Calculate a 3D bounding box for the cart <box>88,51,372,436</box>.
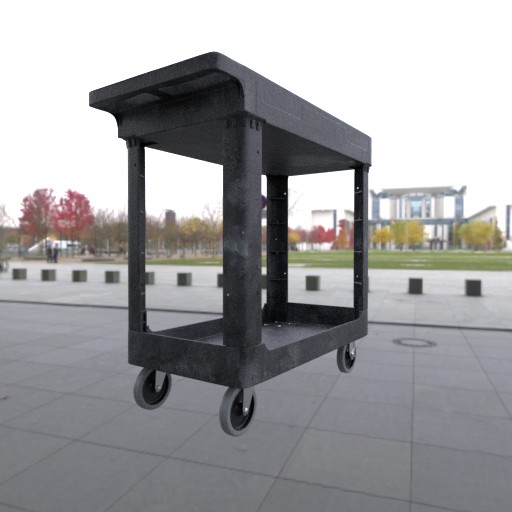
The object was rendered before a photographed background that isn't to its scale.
[{"bbox_3d":[0.000,0.000,1.343,0.420,0.824,0.877,1,1,35],"label":"cart"}]
